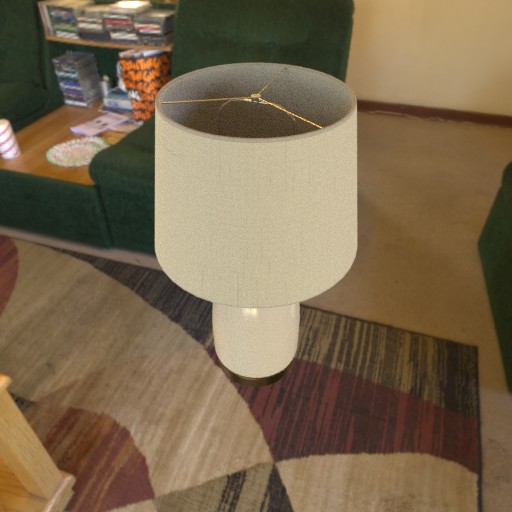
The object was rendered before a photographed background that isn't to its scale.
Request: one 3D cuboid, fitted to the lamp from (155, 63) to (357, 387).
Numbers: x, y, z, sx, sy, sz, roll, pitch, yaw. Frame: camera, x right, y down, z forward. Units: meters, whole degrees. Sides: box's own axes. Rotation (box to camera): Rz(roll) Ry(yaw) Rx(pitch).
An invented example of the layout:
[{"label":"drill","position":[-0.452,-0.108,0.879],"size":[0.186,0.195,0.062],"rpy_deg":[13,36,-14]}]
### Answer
[{"label":"lamp","position":[0.000,0.000,0.660],"size":[0.285,0.483,0.285],"rpy_deg":[0,41,0]}]
